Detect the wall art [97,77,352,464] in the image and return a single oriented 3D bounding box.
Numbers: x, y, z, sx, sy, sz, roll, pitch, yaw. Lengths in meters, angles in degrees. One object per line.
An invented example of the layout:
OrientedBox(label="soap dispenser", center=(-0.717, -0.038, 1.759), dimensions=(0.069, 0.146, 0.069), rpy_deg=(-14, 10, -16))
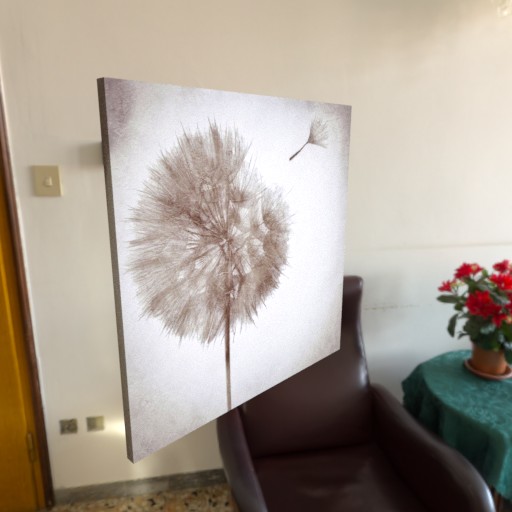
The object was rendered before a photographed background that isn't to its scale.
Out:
OrientedBox(label="wall art", center=(0.000, 0.000, 1.113), dimensions=(0.027, 0.762, 0.762), rpy_deg=(13, 19, 43))
